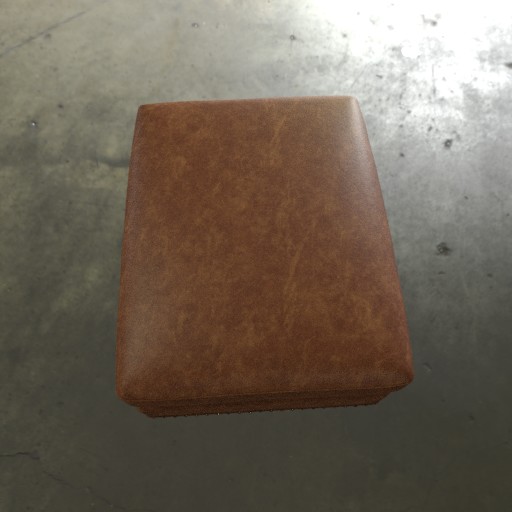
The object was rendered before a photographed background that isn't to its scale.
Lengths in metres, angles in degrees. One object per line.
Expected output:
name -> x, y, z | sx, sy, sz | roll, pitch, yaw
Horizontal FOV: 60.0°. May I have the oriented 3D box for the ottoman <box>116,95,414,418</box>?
ottoman -> 0.000, 0.000, 1.140 | 0.586, 0.486, 0.742 | -3, 64, -1
